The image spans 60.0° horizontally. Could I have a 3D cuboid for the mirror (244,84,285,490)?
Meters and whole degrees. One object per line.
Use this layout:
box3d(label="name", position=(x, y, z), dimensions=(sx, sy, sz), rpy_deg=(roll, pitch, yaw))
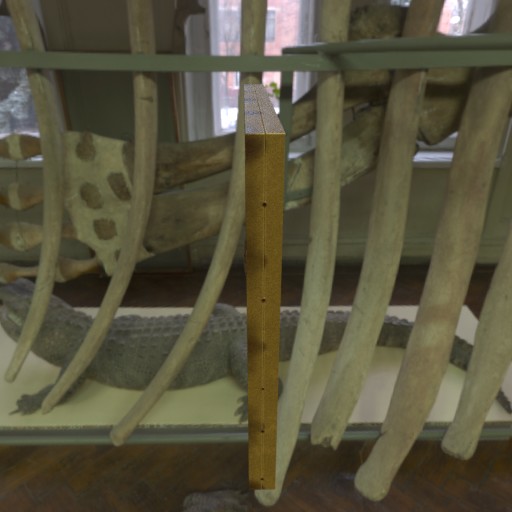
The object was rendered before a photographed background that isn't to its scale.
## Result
box3d(label="mirror", position=(0.000, 0.000, 0.760), dimensions=(0.042, 0.507, 0.509), rpy_deg=(-1, 26, -1))
